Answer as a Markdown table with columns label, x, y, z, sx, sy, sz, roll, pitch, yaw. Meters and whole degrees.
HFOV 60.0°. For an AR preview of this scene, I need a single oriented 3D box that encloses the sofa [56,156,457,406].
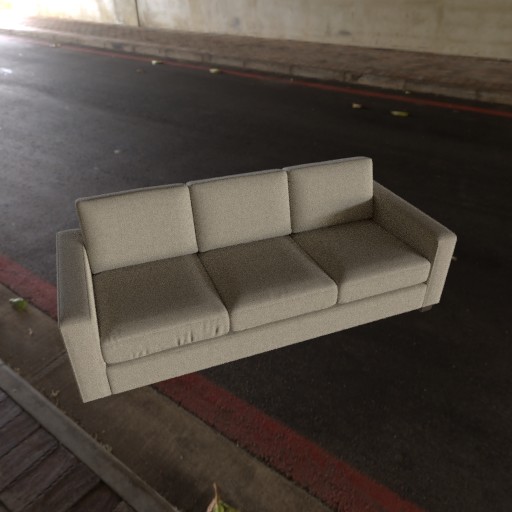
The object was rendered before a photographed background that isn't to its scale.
| label | x | y | z | sx | sy | sz | roll | pitch | yaw |
| --- | --- | --- | --- | --- | --- | --- | --- | --- | --- |
| sofa | 0.000 | 0.000 | 2.639 | 2.160 | 0.800 | 0.900 | -12 | 35 | -18 |
